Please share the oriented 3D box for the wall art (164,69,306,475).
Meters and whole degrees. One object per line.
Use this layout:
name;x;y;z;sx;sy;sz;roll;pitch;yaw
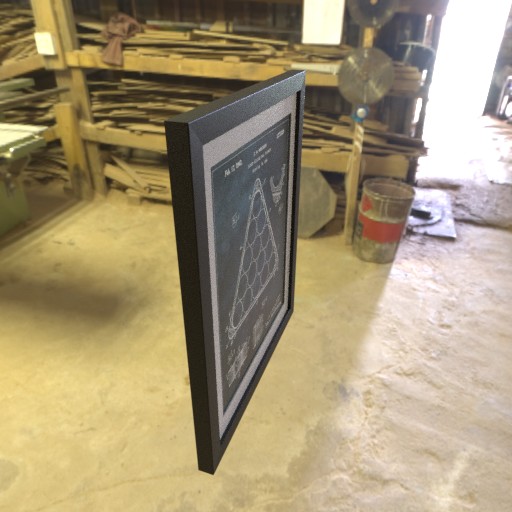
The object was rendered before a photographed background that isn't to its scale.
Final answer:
wall art;0.000;0.000;0.710;0.025;0.508;0.432;10;31;17
